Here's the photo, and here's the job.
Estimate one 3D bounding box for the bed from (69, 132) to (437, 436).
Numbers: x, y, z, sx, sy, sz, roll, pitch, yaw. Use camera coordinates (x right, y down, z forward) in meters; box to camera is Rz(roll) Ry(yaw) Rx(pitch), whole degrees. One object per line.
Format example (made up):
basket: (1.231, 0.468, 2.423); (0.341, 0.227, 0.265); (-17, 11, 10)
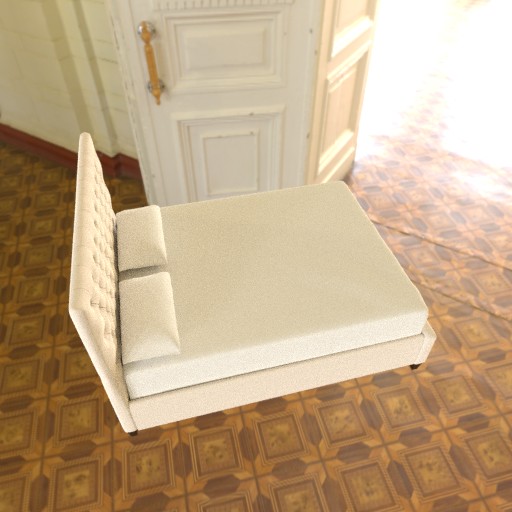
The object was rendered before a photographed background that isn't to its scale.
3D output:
bed: (0.000, 0.000, 3.304); (2.233, 1.426, 1.696); (-10, 46, -10)
